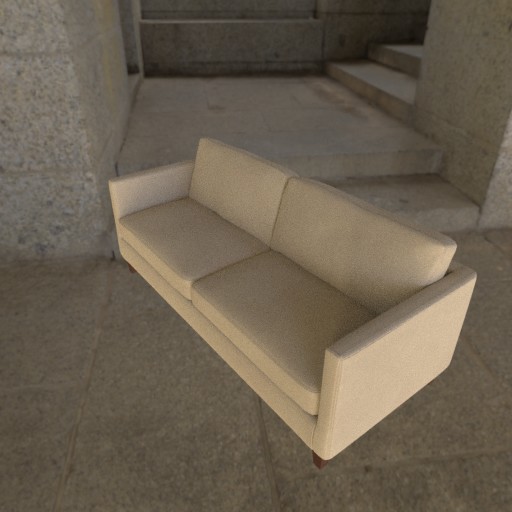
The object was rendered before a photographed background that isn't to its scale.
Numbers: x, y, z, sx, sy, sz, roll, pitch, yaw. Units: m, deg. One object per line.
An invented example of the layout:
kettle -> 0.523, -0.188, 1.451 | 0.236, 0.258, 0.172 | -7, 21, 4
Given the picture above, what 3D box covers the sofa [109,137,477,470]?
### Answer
sofa -> 0.000, 0.000, 2.654 | 0.948, 0.932, 2.181 | -22, 37, -31
